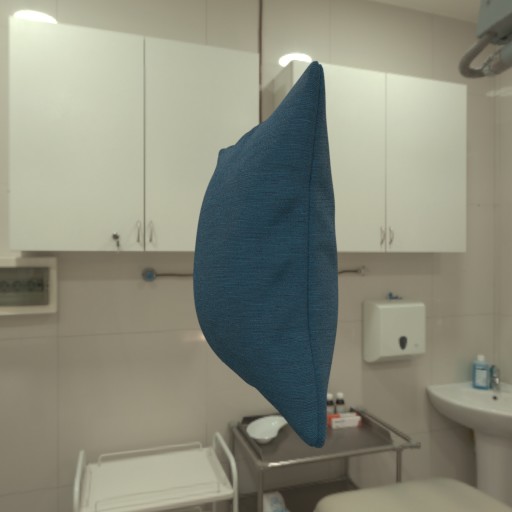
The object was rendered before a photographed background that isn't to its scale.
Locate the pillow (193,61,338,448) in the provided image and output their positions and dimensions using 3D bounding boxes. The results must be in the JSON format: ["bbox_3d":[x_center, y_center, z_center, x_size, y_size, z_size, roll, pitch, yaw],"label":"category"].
[{"bbox_3d":[0.000,0.000,0.676,0.177,0.420,0.437,0,0,-18],"label":"pillow"}]
